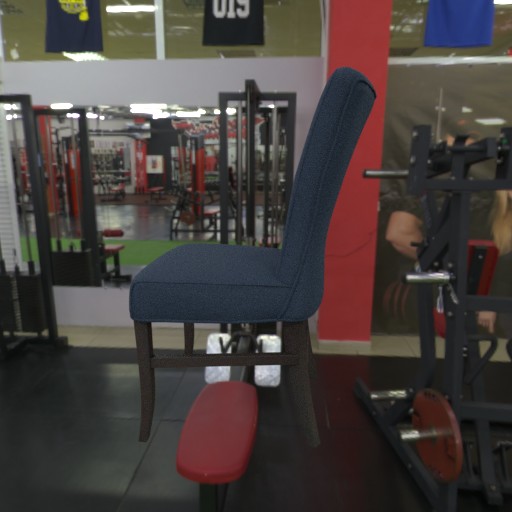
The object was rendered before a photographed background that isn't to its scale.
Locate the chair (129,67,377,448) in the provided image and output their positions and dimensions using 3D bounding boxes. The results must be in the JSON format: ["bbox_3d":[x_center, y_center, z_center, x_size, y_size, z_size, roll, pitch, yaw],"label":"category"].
[{"bbox_3d":[0.000,0.000,1.354,0.660,0.991,0.520,2,13,7],"label":"chair"}]
